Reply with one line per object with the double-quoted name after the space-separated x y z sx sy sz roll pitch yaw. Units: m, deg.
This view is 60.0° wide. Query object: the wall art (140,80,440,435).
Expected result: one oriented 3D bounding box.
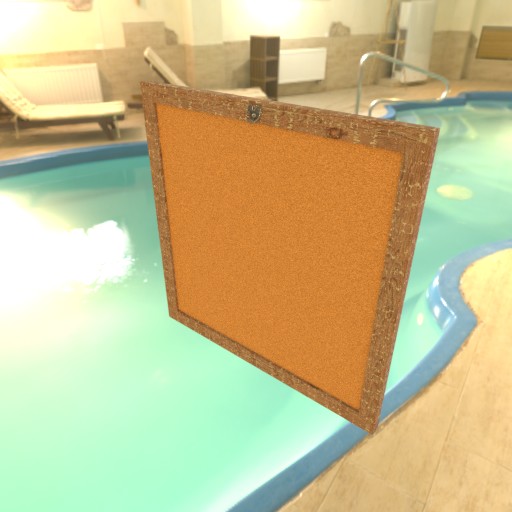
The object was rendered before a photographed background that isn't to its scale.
0.000 0.000 0.564 0.380 0.380 0.022 22 37 33 "wall art"
